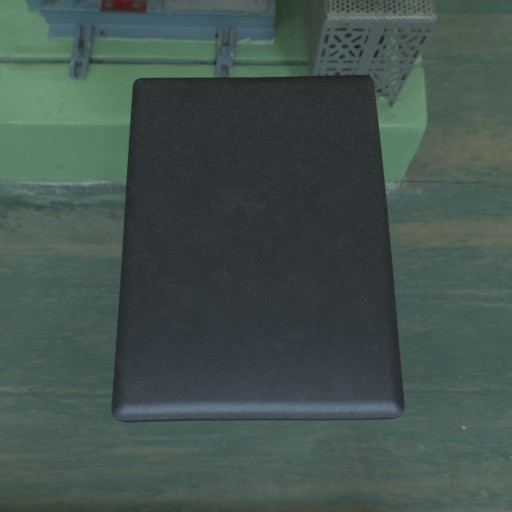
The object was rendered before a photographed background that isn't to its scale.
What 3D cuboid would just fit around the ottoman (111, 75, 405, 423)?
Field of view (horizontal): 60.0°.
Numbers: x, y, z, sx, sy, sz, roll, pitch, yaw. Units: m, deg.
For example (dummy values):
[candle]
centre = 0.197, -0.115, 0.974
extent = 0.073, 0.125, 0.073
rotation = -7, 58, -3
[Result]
[ottoman]
centre = 0.000, 0.000, 1.174
extent = 0.590, 0.498, 0.795
rotation = -1, 75, 0
